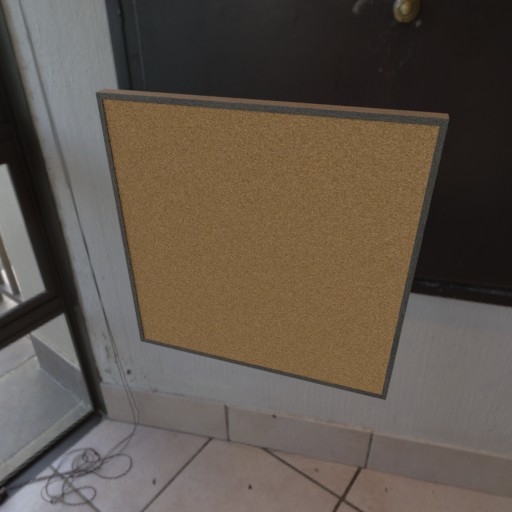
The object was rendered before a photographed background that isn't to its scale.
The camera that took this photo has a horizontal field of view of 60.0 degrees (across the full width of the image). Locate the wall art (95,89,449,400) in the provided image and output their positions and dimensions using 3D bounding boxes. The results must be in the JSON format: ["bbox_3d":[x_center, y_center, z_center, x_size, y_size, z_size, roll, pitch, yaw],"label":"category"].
[{"bbox_3d":[0.000,0.000,1.127,0.758,0.758,0.039,10,33,15],"label":"wall art"}]
